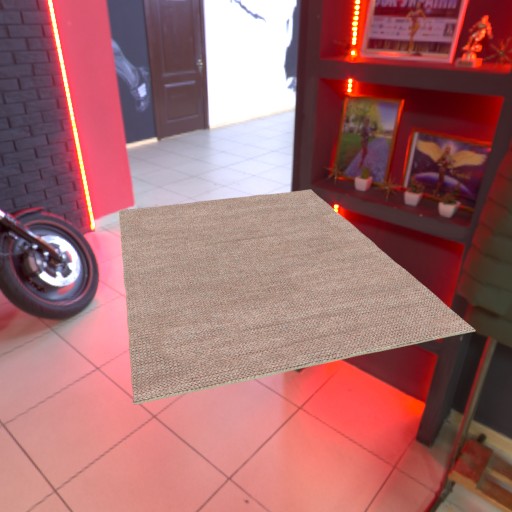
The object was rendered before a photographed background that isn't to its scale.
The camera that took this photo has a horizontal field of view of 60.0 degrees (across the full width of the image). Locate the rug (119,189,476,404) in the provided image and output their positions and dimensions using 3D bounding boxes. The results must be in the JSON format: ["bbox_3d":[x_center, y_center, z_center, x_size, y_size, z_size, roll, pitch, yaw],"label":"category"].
[{"bbox_3d":[0.000,0.000,4.185,2.429,0.030,3.052,-8,30,-15],"label":"rug"}]
